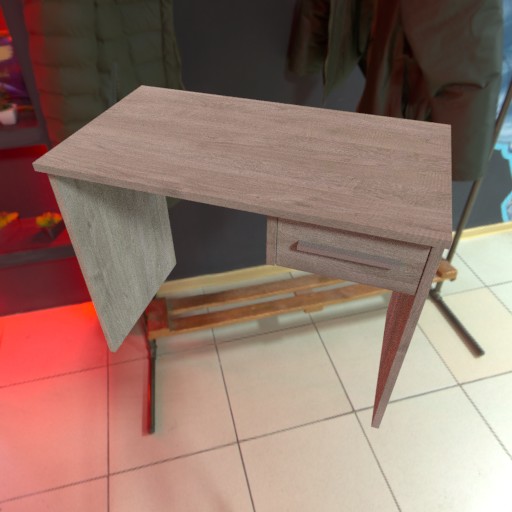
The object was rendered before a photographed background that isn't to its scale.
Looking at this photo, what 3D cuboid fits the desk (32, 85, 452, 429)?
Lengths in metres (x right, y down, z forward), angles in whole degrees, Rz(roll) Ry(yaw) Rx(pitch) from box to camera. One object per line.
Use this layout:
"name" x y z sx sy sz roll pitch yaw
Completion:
"desk" 0.000 0.000 1.305 0.893 0.724 0.498 12 43 13
